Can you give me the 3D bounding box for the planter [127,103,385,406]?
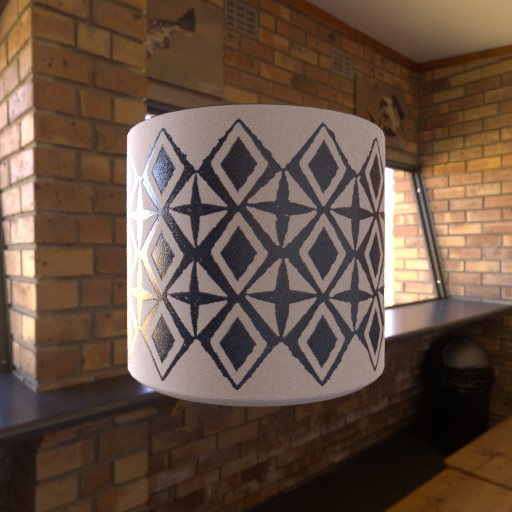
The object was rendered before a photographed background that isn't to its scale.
[{"bbox_3d":[0.000,0.000,0.325,0.182,0.165,0.182,0,1,0],"label":"planter"}]
